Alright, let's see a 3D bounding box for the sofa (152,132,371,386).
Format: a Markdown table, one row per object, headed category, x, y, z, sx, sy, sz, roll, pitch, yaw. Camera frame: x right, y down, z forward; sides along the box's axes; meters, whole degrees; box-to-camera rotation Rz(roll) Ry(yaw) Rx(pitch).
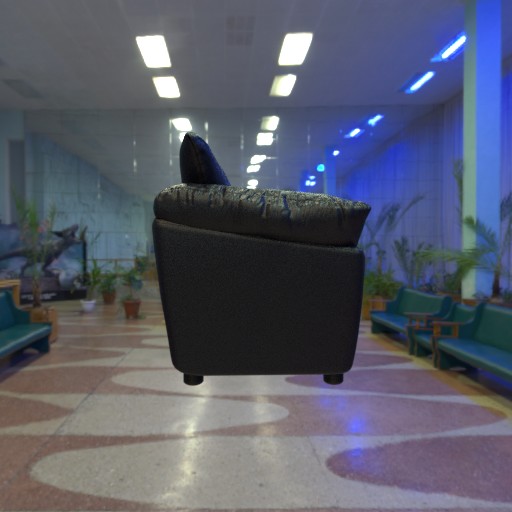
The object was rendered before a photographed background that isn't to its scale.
| category | x | y | z | sx | sy | sz | roll | pitch | yaw |
| --- | --- | --- | --- | --- | --- | --- | --- | --- | --- |
| sofa | 0.000 | 0.000 | 2.885 | 0.880 | 1.073 | 2.336 | 0 | 1 | -1 |
